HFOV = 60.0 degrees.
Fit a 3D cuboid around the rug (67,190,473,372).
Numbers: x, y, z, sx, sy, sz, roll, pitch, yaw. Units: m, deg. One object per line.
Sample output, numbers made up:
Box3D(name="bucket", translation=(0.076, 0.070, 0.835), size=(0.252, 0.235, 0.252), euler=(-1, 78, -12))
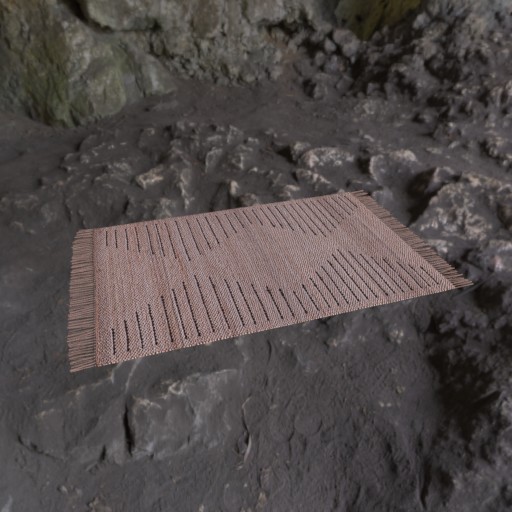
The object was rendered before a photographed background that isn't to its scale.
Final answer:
Box3D(name="rug", translation=(0.000, 0.000, 2.604), size=(2.085, 0.027, 1.224), euler=(-10, 35, -14))
